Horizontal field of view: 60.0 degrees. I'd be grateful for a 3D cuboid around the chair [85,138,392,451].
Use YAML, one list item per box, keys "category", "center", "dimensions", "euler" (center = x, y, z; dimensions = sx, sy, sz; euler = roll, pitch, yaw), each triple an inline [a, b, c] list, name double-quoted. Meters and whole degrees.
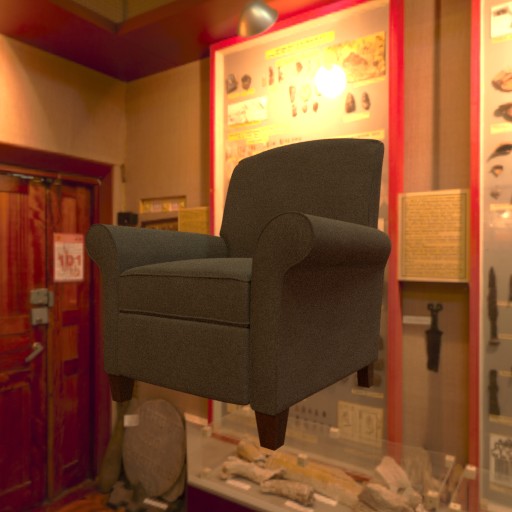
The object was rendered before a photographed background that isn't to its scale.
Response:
- category: "chair"
  center: [0.000, 0.000, 1.751]
  dimensions: [0.978, 1.061, 0.905]
  euler: [0, 1, 36]
